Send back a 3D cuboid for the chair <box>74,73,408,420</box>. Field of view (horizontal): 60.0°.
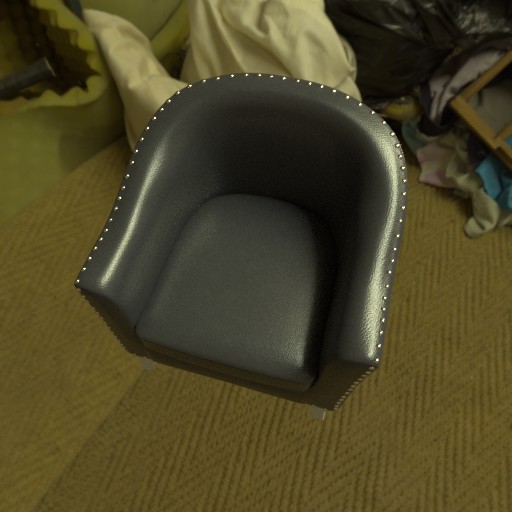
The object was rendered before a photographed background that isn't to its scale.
[{"bbox_3d":[0.000,0.000,1.429,0.794,0.823,0.748,14,59,8],"label":"chair"}]
